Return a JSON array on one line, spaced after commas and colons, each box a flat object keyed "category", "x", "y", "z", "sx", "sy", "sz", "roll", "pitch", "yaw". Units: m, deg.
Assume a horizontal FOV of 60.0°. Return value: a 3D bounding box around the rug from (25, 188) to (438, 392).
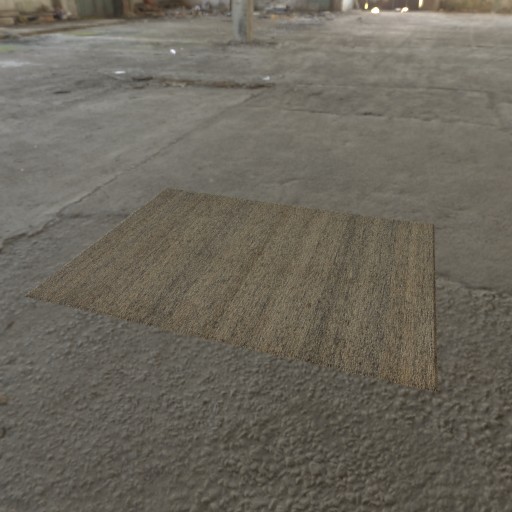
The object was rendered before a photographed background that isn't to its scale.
[{"category": "rug", "x": 0.000, "y": 0.000, "z": 4.176, "sx": 3.199, "sy": 0.036, "sz": 2.414, "roll": 10, "pitch": 33, "yaw": 16}]
